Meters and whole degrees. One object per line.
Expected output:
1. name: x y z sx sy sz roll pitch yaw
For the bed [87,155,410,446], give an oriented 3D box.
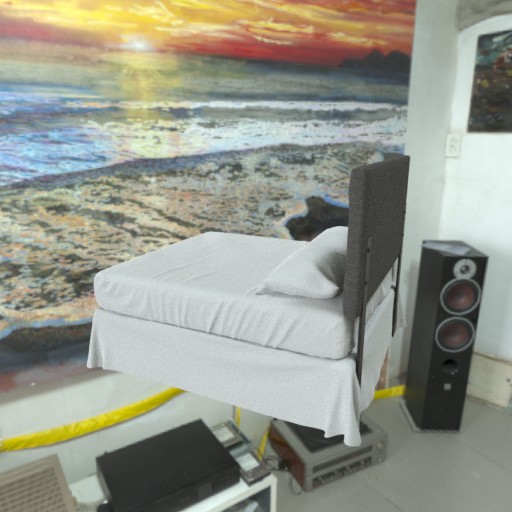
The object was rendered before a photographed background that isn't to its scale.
1. bed: 0.000 0.000 3.593 2.222 1.577 1.936 7 17 25
